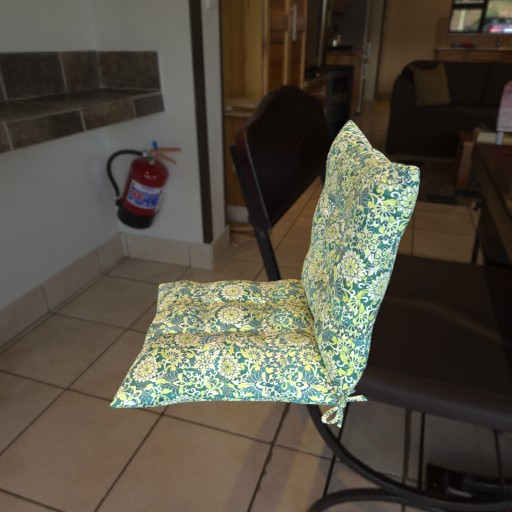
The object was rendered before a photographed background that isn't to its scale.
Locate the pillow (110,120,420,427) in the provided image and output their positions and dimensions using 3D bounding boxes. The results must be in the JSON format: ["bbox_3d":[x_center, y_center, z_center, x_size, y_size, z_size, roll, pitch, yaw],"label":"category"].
[{"bbox_3d":[0.000,0.000,1.018,0.585,0.536,0.541,0,26,0],"label":"pillow"}]
